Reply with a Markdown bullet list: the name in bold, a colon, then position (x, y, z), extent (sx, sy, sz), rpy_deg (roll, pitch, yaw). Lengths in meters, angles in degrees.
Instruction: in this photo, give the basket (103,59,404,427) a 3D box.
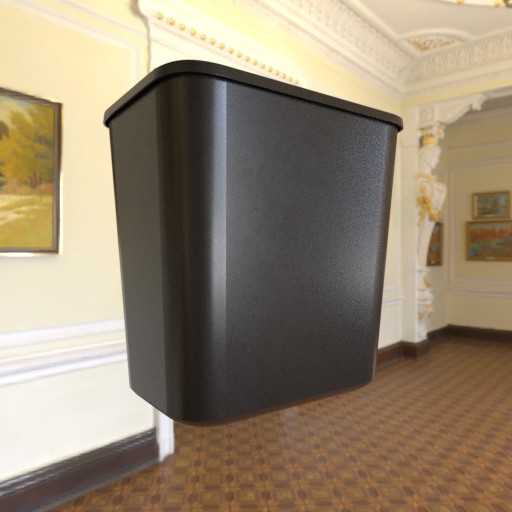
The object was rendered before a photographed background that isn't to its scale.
- **basket**: position (0.000, 0.000, 0.501), extent (0.300, 0.307, 0.211), rpy_deg (0, 0, -36)
